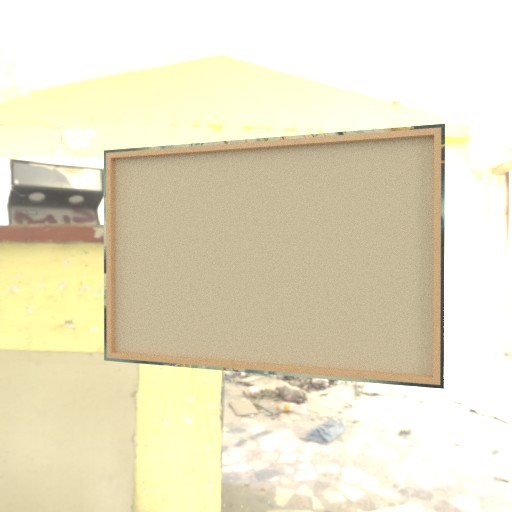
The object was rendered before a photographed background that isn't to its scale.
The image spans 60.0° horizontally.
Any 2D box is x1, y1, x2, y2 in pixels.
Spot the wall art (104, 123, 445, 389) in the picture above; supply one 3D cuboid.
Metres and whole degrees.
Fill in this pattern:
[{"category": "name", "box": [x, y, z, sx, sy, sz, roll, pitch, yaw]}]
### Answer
[{"category": "wall art", "box": [0.000, 0.000, 1.449, 1.138, 0.759, 0.035, 0, 1, 17]}]
